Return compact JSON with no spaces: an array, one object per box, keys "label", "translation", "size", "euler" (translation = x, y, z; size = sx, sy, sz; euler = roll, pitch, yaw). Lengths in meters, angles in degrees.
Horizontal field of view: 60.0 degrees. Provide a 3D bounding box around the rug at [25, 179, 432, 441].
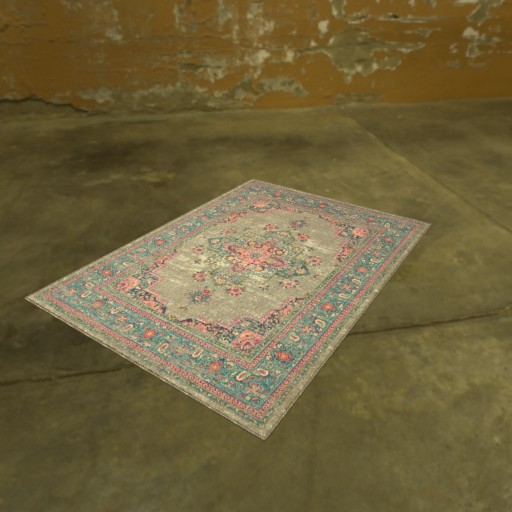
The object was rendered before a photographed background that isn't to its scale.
[{"label":"rug","translation":[0.000,0.000,2.852],"size":[1.609,0.013,2.214],"euler":[19,36,29]}]
